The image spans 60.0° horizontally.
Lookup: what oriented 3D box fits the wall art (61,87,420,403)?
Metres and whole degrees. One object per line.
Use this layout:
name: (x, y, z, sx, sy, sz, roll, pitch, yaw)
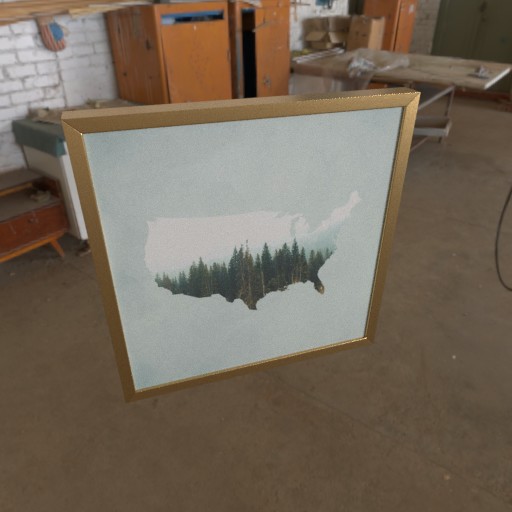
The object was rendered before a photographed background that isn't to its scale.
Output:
wall art: (0.000, 0.000, 0.753, 0.509, 0.509, 0.040, -10, 33, -15)
